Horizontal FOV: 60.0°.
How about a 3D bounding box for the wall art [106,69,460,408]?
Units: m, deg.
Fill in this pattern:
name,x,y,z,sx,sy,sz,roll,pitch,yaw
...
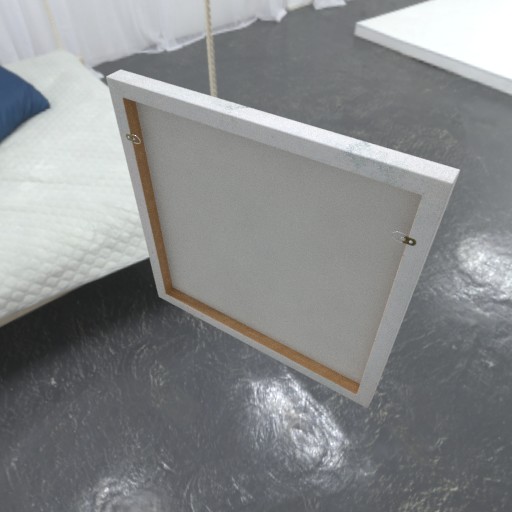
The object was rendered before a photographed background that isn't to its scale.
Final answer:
name,x,y,z,sx,sy,sz,roll,pitch,yaw
wall art,0.000,0.000,0.902,0.612,0.612,0.040,24,50,22
